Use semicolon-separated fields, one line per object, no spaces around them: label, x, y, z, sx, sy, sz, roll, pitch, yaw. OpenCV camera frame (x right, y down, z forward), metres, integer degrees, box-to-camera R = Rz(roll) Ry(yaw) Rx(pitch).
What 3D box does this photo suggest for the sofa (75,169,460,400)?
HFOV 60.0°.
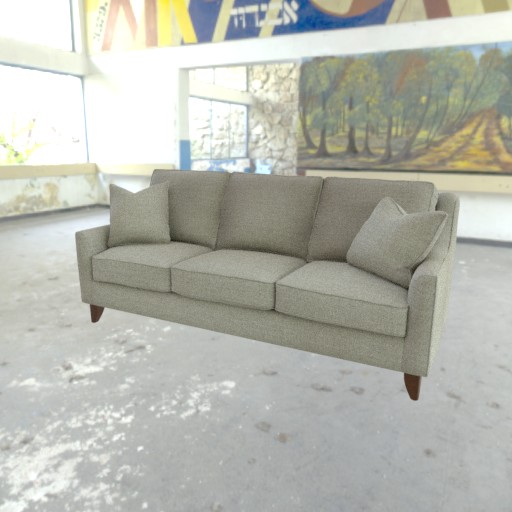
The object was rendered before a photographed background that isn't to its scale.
sofa;0.000;0.000;2.533;2.031;0.914;0.865;7;16;26
